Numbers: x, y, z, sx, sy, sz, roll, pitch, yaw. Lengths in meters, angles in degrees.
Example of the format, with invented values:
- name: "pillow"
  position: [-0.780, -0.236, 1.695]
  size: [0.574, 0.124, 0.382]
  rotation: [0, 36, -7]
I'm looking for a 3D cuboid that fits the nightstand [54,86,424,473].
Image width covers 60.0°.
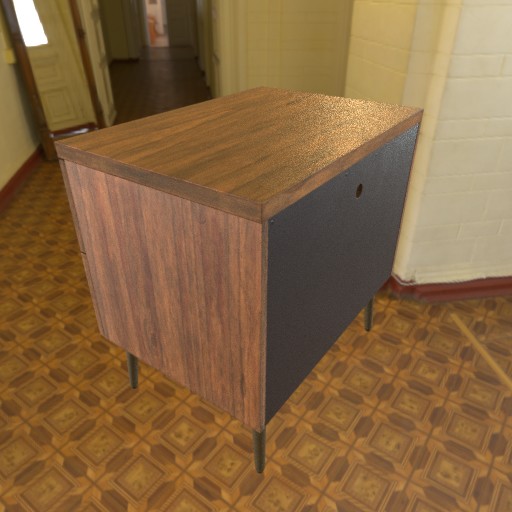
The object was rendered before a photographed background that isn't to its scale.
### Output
- name: "nightstand"
  position: [0.000, 0.000, 1.021]
  size: [0.458, 0.610, 0.610]
  rotation: [20, 37, 30]
